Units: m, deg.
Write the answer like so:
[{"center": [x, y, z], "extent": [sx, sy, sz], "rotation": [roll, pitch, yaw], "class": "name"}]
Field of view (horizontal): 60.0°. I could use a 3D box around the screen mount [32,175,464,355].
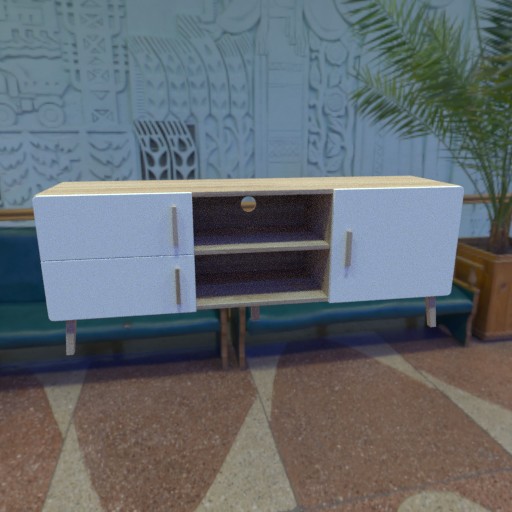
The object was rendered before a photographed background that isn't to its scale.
[{"center": [0.000, 0.000, 1.776], "extent": [1.500, 0.570, 0.420], "rotation": [-3, 16, -9], "class": "screen mount"}]
